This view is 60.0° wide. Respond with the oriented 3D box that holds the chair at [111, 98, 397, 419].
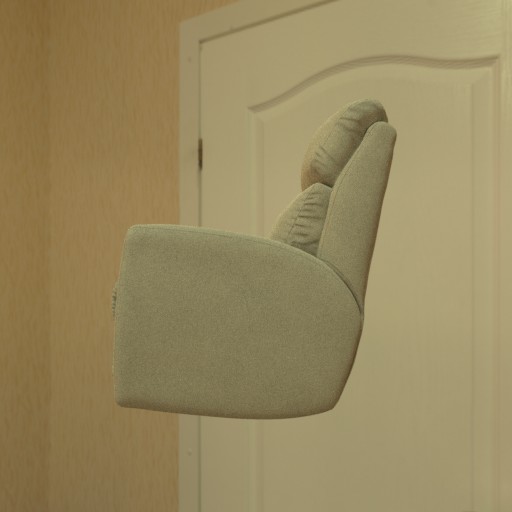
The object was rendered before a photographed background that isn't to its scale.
[{"bbox_3d":[0.000,0.000,1.707,0.940,1.021,0.794,0,0,2],"label":"chair"}]
